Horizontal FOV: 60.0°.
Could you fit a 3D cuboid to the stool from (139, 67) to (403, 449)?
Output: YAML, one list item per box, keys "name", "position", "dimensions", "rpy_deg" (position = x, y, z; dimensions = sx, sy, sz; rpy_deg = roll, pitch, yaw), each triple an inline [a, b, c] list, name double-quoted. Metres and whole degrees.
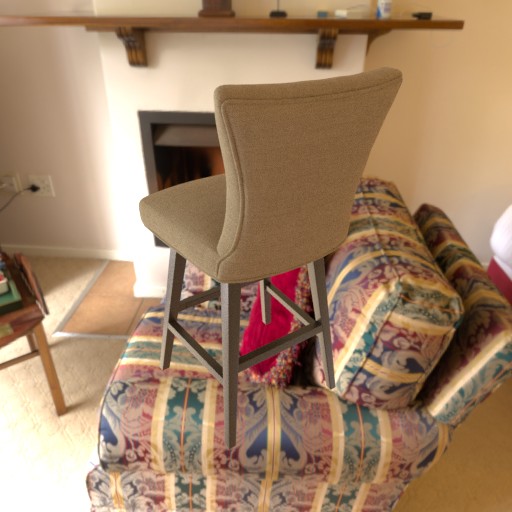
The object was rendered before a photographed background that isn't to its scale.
- name: "stool"
  position: [0.000, 0.000, 1.359]
  dimensions: [0.514, 1.086, 0.574]
  rpy_deg: [-19, 35, -30]
